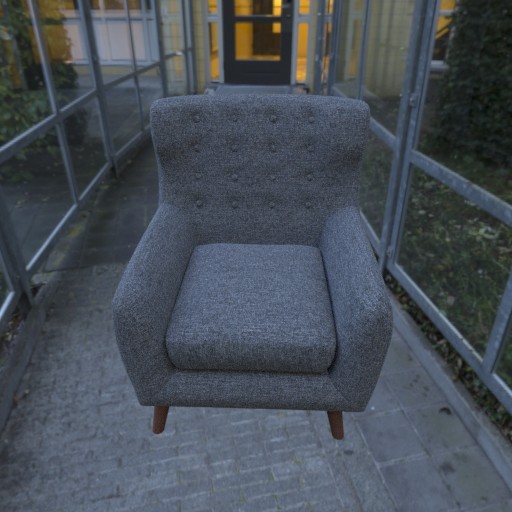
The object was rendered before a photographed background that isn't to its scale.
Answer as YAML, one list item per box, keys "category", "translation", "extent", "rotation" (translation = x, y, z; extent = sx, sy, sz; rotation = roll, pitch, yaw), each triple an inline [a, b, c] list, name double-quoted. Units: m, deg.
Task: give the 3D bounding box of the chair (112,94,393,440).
- category: "chair"
  translation: [0.000, 0.000, 1.706]
  extent: [0.889, 1.039, 0.940]
  rotation: [1, 30, 2]
